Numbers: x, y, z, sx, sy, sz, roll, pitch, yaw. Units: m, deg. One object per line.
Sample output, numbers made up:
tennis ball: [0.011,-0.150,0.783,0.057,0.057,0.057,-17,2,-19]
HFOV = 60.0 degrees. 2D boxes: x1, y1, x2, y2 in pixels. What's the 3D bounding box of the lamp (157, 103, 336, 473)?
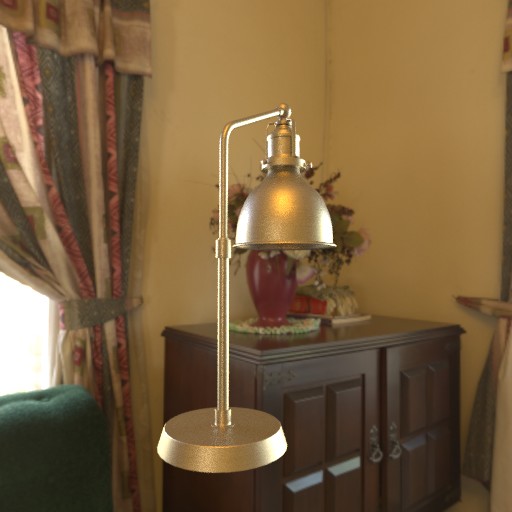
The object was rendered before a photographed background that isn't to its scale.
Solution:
lamp: [0.000,0.000,0.593,0.153,0.456,0.286,-2,-3,37]
